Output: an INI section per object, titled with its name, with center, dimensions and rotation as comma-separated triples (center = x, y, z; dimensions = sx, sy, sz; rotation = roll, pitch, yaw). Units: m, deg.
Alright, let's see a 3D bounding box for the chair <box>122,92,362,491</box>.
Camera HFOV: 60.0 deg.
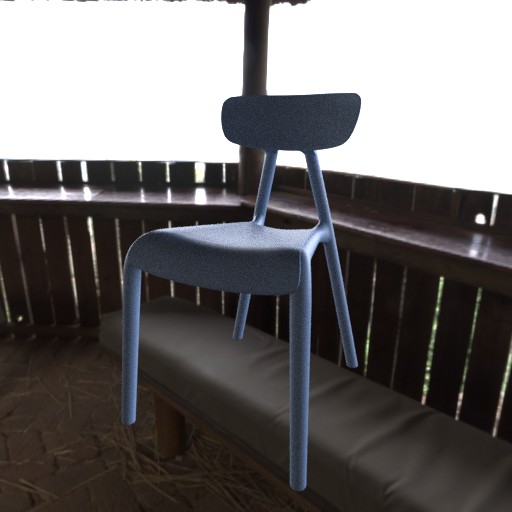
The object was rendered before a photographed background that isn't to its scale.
[chair]
center = 0.000, 0.000, 0.818
dimensions = 0.356, 0.580, 0.401
rotation = 8, 19, 26
